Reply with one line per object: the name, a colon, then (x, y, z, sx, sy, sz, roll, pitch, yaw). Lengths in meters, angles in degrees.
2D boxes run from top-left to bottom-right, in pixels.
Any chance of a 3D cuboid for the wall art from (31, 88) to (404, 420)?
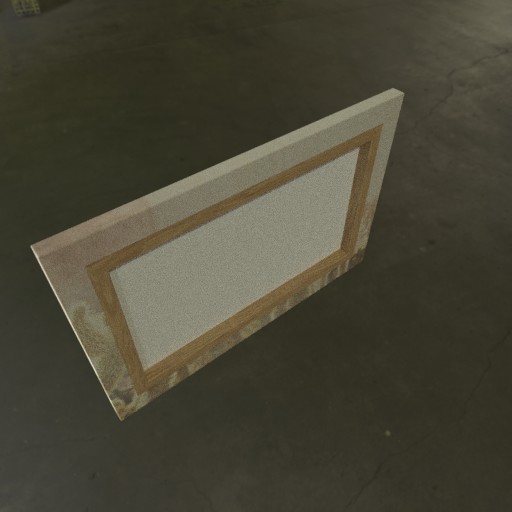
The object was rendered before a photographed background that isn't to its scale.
wall art: (0.000, 0.000, 1.133, 0.916, 0.608, 0.040, -30, 53, -26)
